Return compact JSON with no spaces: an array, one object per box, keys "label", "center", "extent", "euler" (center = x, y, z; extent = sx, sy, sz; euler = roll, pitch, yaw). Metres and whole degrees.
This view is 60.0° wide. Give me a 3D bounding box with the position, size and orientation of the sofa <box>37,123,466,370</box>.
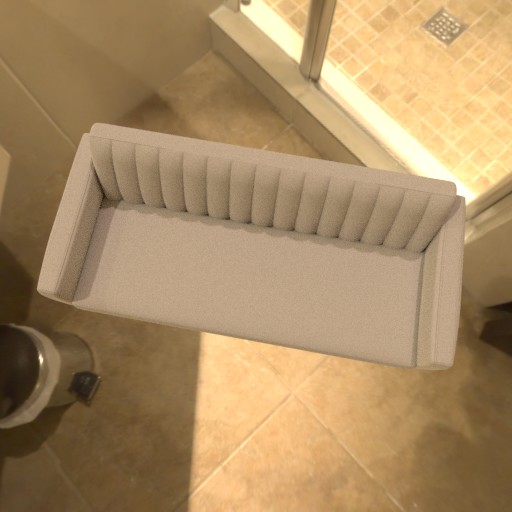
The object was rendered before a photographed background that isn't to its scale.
[{"label":"sofa","center":[0.000,0.000,2.650],"extent":[2.291,0.821,0.990],"euler":[10,76,2]}]
